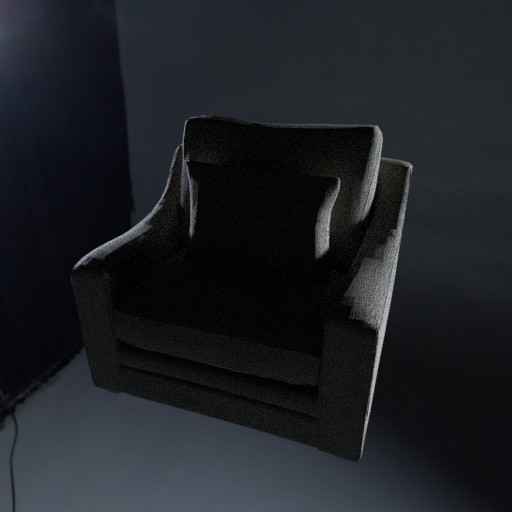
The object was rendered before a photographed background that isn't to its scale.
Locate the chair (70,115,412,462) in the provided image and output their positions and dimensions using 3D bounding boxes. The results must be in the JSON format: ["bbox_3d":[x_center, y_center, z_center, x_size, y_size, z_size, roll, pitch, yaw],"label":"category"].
[{"bbox_3d":[0.000,0.000,1.885,1.138,1.037,1.009,9,29,17],"label":"chair"}]
